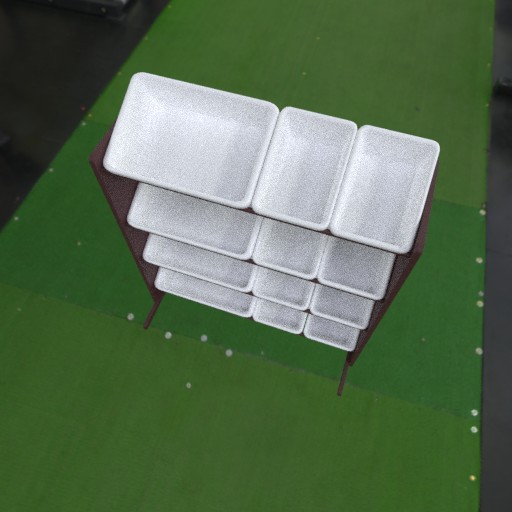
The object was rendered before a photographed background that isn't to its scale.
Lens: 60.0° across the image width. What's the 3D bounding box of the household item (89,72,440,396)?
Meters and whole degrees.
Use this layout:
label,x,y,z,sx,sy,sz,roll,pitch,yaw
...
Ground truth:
label,x,y,z,sx,sy,sz,roll,pitch,yaw
household item,0.000,0.000,1.321,0.787,0.864,0.389,17,60,10
